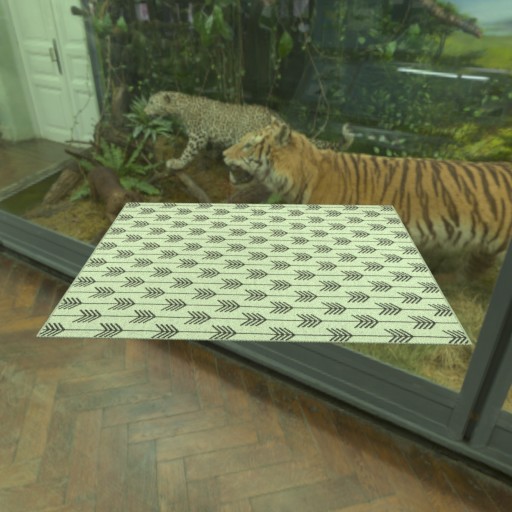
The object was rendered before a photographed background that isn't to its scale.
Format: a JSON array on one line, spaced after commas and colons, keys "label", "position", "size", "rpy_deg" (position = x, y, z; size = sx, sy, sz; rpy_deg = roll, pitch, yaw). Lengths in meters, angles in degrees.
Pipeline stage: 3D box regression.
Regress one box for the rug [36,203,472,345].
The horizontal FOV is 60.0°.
[{"label": "rug", "position": [0.000, 0.000, 4.101], "size": [3.061, 0.010, 2.330], "rpy_deg": [1, 31, 1]}]
